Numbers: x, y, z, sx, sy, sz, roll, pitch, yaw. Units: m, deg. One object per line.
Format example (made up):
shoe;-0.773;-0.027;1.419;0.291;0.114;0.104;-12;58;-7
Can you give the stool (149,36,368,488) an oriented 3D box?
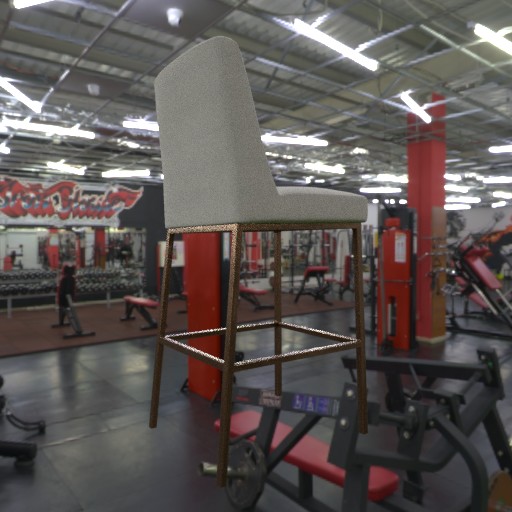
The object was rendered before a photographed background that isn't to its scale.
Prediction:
stool;0.000;0.000;1.365;0.546;1.084;0.462;-1;2;-36
